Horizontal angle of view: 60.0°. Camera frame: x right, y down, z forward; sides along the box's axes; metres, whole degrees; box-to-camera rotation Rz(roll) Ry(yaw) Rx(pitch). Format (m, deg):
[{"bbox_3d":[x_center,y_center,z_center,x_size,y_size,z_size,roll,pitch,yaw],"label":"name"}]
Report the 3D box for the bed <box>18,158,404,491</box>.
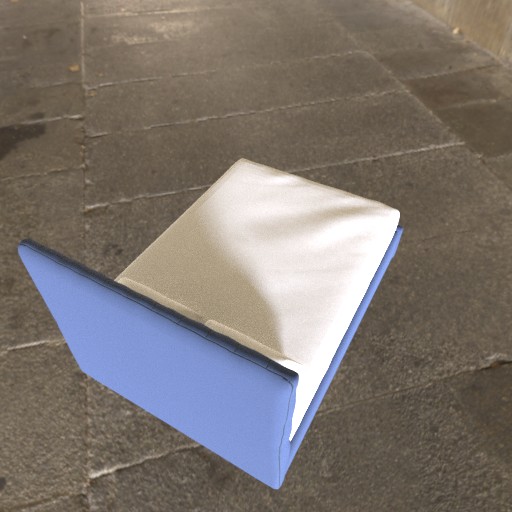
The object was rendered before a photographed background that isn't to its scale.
[{"bbox_3d":[0.000,0.000,3.327,1.706,1.427,2.387,23,50,20],"label":"bed"}]
